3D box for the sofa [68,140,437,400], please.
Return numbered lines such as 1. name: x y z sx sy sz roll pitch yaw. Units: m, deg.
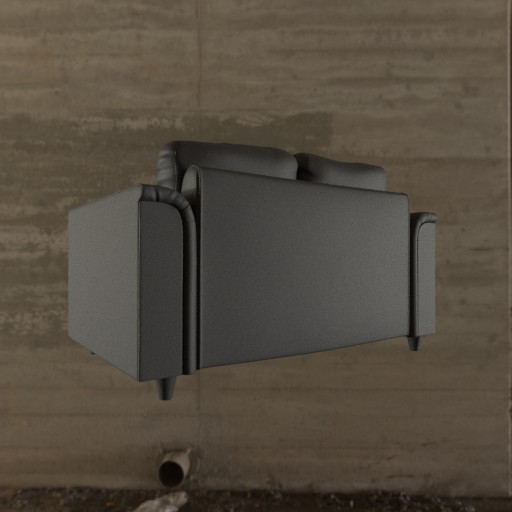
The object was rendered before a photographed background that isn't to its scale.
1. sofa: 0.000 0.000 1.961 1.386 0.845 0.887 0 0 -35
